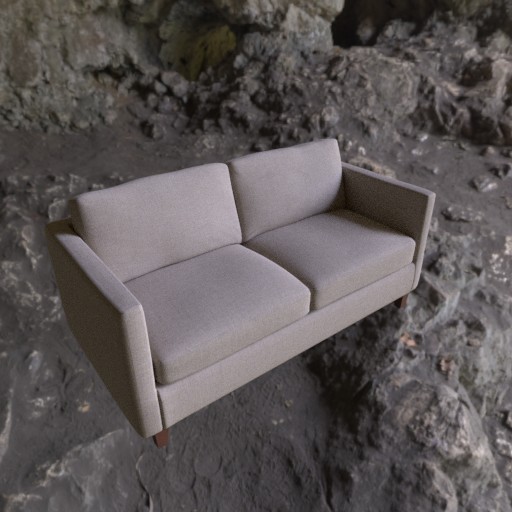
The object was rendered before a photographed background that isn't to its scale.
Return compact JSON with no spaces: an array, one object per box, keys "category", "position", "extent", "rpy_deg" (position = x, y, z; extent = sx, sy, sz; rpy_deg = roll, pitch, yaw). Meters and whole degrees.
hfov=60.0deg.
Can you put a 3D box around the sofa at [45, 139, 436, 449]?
[{"category":"sofa","position":[0.000,0.000,2.425],"extent":[1.884,0.947,0.951],"rpy_deg":[-21,35,-32]}]
